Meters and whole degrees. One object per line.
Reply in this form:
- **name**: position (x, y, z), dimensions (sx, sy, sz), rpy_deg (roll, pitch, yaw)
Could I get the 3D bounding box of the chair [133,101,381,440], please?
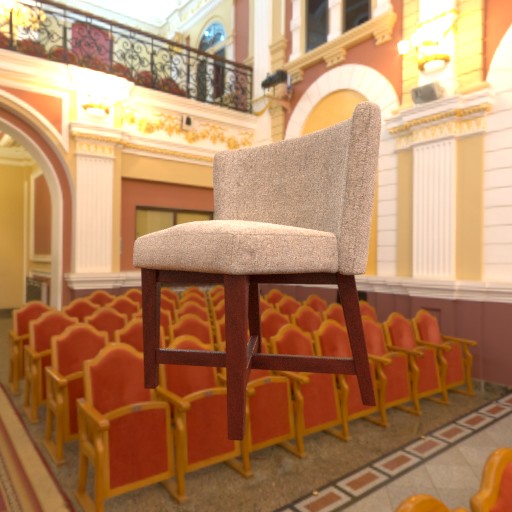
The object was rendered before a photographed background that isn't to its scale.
- **chair**: position (0.000, 0.000, 1.324), dimensions (0.575, 0.827, 0.728), rpy_deg (0, 0, -37)
